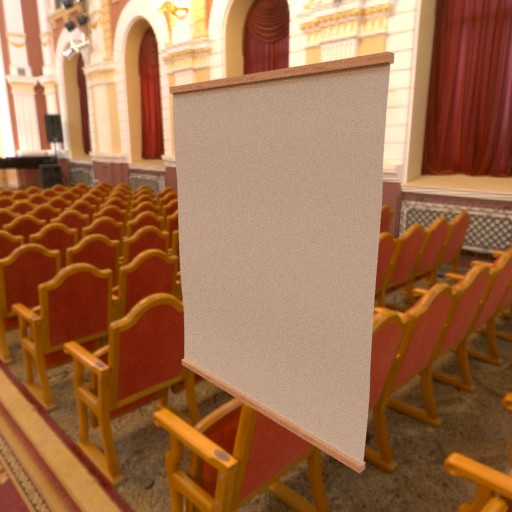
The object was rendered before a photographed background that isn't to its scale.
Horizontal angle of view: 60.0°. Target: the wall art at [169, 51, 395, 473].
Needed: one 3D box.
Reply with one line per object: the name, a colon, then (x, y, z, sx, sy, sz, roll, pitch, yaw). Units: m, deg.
wall art: (0.000, 0.000, 0.662, 0.013, 0.508, 0.406, -13, 19, -42)
